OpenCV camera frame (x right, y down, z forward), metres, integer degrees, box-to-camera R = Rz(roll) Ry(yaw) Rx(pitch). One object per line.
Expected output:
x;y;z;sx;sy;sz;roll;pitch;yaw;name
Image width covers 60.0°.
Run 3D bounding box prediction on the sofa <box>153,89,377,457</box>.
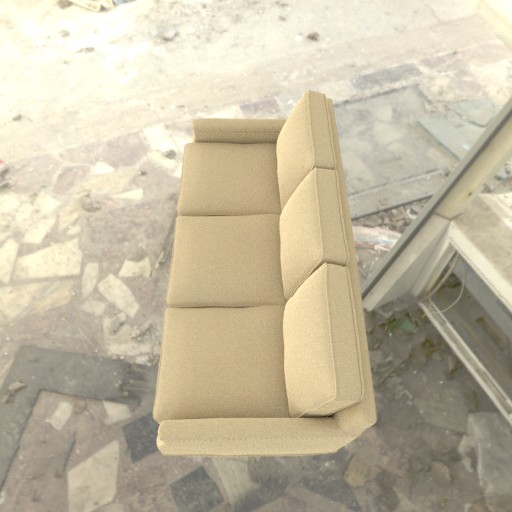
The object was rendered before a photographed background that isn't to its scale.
0.000;0.000;2.807;1.084;1.003;2.246;0;58;0;sofa
